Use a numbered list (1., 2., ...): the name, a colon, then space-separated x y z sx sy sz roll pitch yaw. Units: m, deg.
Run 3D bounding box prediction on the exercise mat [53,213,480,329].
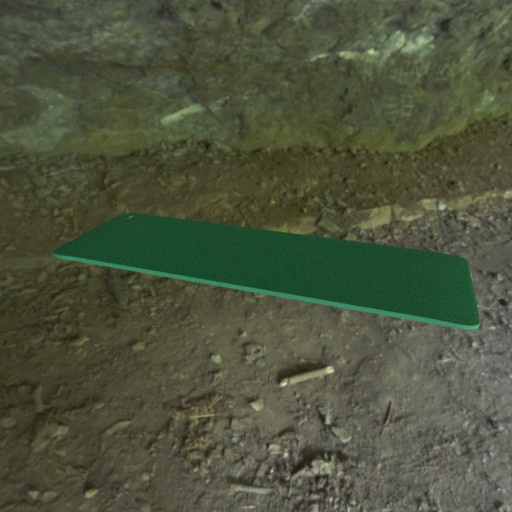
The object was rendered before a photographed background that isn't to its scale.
1. exercise mat: 0.000 0.000 2.072 1.869 0.021 0.616 9 27 17
